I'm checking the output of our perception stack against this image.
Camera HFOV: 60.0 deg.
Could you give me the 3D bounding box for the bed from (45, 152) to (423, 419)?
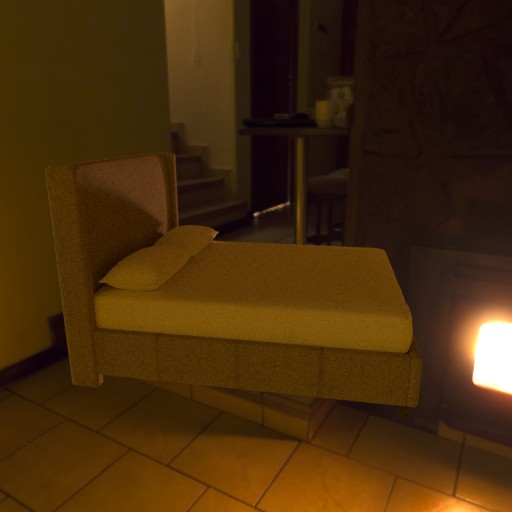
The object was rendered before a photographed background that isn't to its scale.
[{"bbox_3d":[0.000,0.000,3.435,2.245,1.481,1.714,3,16,10],"label":"bed"}]
